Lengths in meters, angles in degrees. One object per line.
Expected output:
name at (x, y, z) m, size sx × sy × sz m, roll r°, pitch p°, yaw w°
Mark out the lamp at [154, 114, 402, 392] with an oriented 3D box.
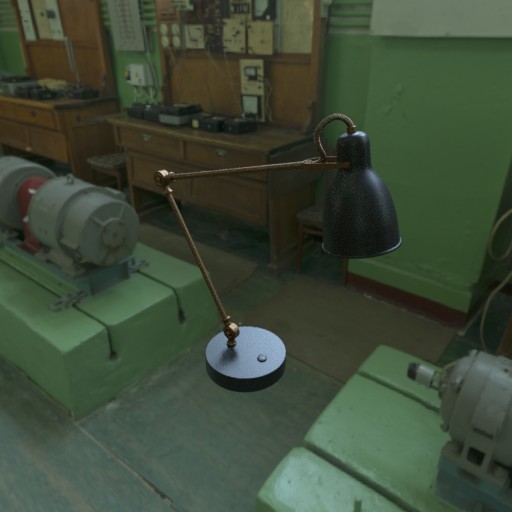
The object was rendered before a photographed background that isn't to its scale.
lamp at (0.000, 0.000, 0.890) m, size 0.561 × 0.587 × 0.187 m, roll 19°, pitch 33°, yaw 32°
